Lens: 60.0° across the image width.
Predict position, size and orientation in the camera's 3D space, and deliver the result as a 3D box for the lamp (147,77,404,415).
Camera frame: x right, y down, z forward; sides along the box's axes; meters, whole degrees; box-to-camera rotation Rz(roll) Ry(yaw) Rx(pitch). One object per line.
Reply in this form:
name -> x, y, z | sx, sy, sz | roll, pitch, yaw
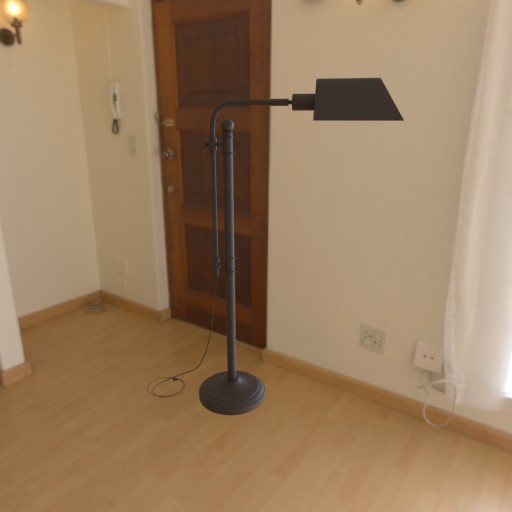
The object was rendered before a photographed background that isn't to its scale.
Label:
lamp -> 0.000, 0.000, 0.955 | 0.545, 0.708, 0.159 | 3, 18, 10
